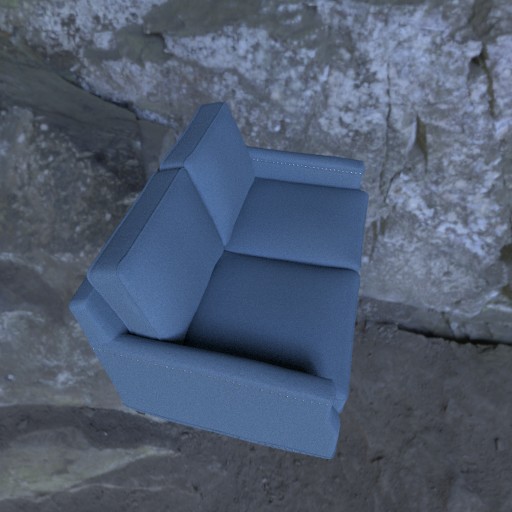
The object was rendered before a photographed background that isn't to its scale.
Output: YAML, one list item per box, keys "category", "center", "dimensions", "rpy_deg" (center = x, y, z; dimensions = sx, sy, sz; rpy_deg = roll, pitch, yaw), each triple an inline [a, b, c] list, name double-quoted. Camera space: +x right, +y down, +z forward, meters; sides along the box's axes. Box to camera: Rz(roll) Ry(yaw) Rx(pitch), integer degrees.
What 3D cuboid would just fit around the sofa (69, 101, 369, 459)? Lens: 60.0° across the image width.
- category: "sofa"
  center: [0.000, 0.000, 2.290]
  dimensions: [1.084, 1.003, 1.597]
  rpy_deg: [10, 46, 10]
